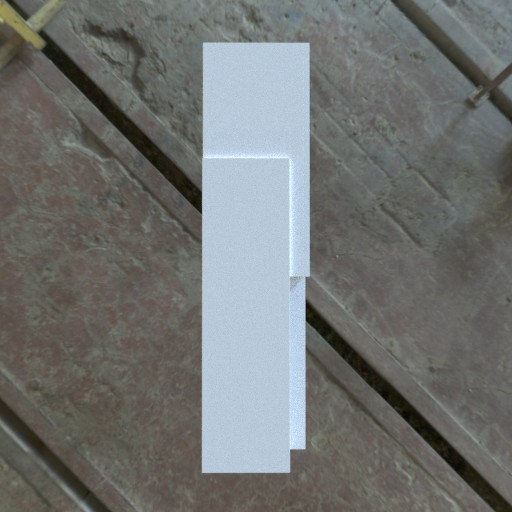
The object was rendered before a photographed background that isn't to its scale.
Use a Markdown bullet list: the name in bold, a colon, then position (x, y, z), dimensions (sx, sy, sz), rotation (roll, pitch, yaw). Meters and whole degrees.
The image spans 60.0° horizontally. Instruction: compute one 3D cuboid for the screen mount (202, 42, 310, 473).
- **screen mount**: position (0.000, 0.000, 1.881), dimensions (0.420, 0.320, 1.680), rotation (0, 89, 0)
